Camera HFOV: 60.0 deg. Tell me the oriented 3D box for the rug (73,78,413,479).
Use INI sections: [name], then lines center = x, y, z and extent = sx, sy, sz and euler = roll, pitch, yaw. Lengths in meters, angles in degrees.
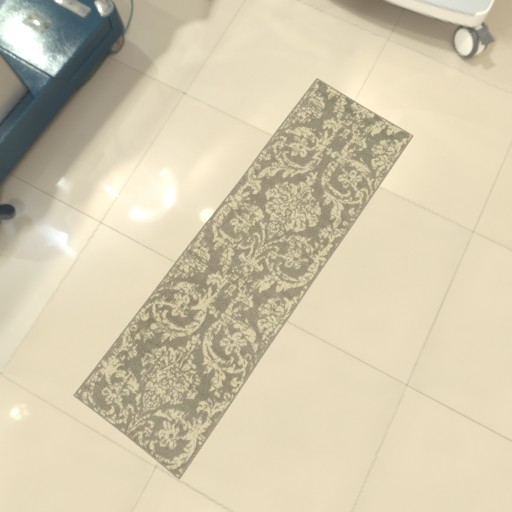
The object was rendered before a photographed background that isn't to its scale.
[rug]
center = 0.000, 0.000, 2.357
extent = 0.662, 0.011, 2.196
euler = 34, 78, 8
